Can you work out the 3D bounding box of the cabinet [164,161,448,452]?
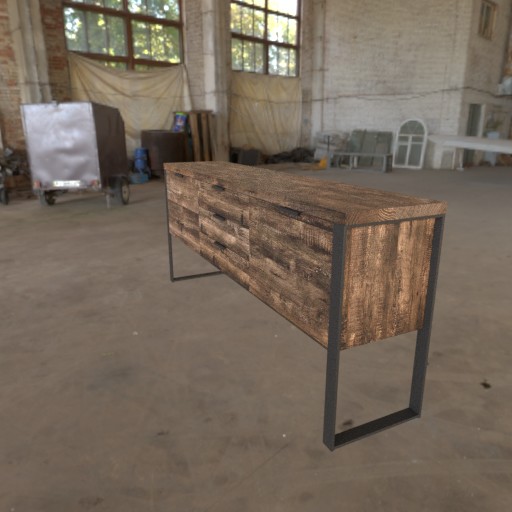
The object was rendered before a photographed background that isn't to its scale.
[{"bbox_3d":[0.000,0.000,2.134,0.395,0.762,1.800,-8,18,-25],"label":"cabinet"}]
